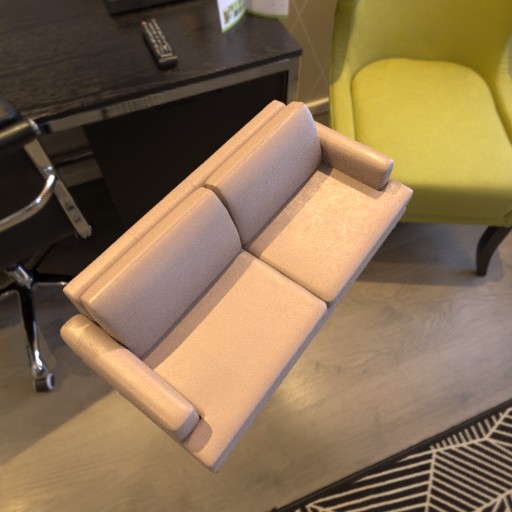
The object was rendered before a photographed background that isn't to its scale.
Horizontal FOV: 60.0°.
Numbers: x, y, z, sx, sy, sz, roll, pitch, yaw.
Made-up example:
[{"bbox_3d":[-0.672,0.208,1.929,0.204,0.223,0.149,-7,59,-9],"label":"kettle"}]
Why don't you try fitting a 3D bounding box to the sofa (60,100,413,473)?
[{"bbox_3d":[0.000,0.000,2.424,0.974,0.765,1.940,32,63,19],"label":"sofa"}]
